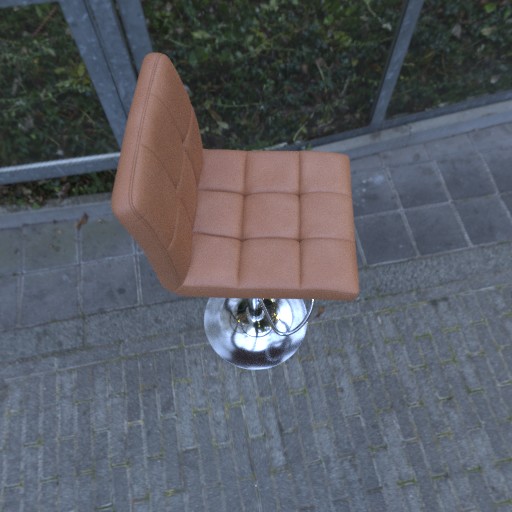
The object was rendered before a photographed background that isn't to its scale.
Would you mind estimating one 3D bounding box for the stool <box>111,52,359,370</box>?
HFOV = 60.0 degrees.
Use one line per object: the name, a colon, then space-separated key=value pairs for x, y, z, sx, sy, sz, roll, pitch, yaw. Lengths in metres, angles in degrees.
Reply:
stool: x=0.000 y=0.000 z=1.331 sx=0.505 sy=1.115 sz=0.430 roll=2 pitch=63 yaw=1
